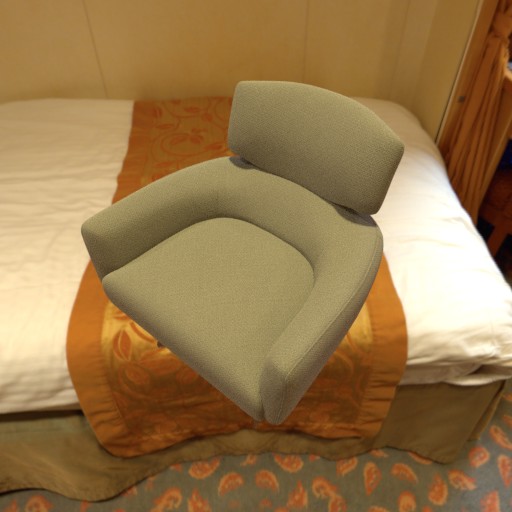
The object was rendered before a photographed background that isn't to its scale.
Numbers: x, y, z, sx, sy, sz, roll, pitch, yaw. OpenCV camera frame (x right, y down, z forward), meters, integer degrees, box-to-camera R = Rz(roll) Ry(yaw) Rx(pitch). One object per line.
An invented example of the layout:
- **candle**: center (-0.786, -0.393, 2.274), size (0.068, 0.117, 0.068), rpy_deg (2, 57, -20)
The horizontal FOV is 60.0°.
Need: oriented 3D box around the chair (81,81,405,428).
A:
- **chair**: center (0.000, 0.000, 1.362), size (0.760, 0.810, 0.730), rpy_deg (31, 53, 27)
